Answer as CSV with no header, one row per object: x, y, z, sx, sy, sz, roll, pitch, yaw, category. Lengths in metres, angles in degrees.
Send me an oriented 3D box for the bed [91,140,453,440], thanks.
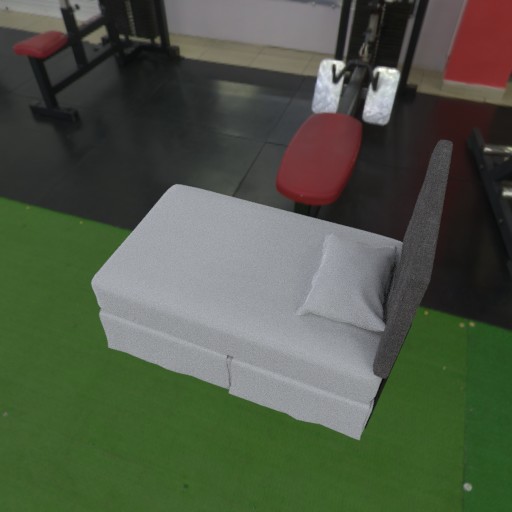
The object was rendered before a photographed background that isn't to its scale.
0.000,0.000,2.970,1.997,1.571,1.261,16,49,15,bed
